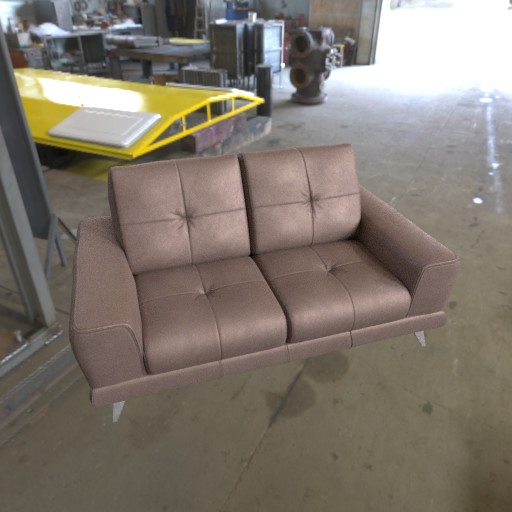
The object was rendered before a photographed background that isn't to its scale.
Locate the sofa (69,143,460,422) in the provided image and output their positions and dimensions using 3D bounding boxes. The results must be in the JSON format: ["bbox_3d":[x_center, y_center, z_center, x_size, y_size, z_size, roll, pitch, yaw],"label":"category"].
[{"bbox_3d":[0.000,0.000,2.323,1.806,0.907,1.018,-9,33,-15],"label":"sofa"}]
